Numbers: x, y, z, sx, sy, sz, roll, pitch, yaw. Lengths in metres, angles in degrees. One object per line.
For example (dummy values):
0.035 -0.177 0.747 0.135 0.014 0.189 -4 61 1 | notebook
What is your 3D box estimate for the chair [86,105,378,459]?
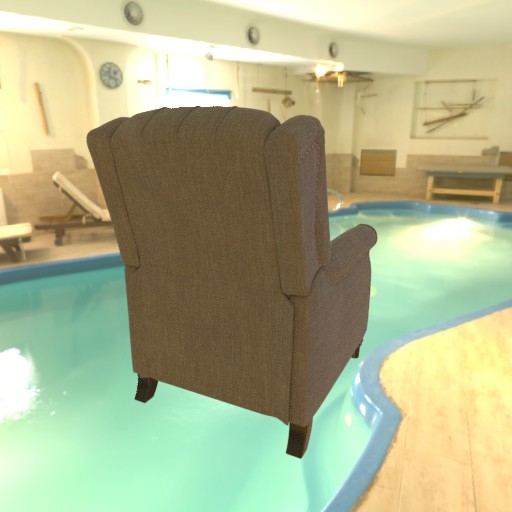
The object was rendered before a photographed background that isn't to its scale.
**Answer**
0.000 0.000 1.641 0.742 1.035 0.898 8 18 26 | chair
